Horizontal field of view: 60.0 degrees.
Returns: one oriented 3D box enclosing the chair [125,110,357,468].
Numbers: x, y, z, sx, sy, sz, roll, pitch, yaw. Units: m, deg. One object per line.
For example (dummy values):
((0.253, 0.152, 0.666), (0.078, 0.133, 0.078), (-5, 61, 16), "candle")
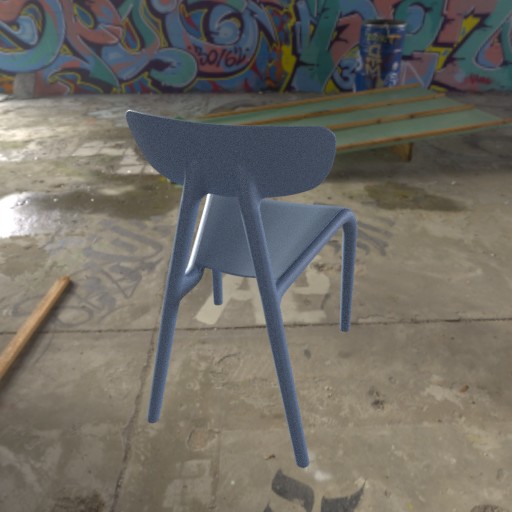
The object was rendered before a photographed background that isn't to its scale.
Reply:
((0.000, 0.000, 0.821), (0.356, 0.580, 0.401), (10, 33, 15), "chair")
